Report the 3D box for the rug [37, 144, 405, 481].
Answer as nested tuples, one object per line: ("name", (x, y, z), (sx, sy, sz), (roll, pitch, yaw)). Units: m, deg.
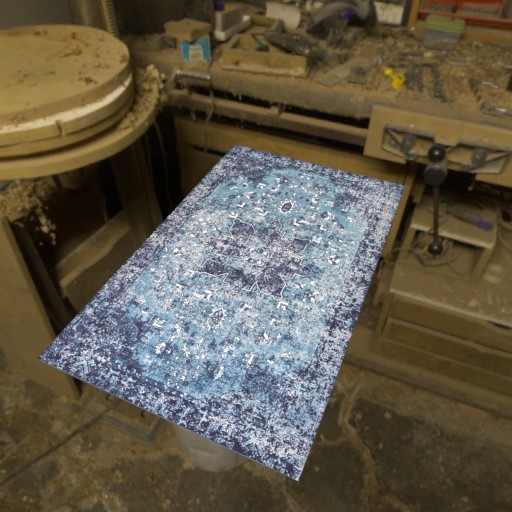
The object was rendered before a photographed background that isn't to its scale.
("rug", (0.000, 0.000, 2.981), (1.525, 0.007, 2.440), (18, 47, 17))
